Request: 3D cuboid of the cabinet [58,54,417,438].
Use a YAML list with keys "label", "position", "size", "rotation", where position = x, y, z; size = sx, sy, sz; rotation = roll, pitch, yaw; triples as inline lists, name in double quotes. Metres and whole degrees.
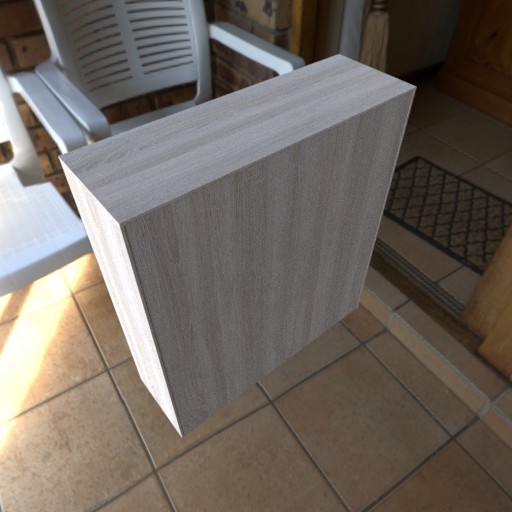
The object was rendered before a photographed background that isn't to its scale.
- label: "cabinet"
  position: [0.000, 0.000, 3.032]
  size: [1.870, 2.060, 0.620]
  rotation: [-30, 53, -26]
